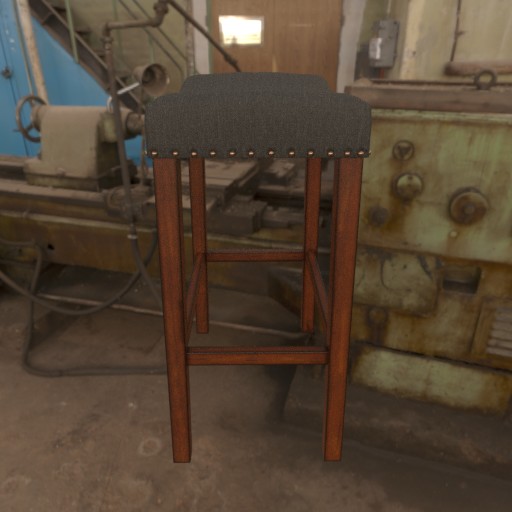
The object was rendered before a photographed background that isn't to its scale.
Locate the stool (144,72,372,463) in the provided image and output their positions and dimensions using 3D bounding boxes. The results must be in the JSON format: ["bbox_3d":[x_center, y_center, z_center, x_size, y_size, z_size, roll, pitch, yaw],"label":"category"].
[{"bbox_3d":[0.000,0.000,1.024,0.366,0.760,0.502,0,26,-1],"label":"stool"}]
